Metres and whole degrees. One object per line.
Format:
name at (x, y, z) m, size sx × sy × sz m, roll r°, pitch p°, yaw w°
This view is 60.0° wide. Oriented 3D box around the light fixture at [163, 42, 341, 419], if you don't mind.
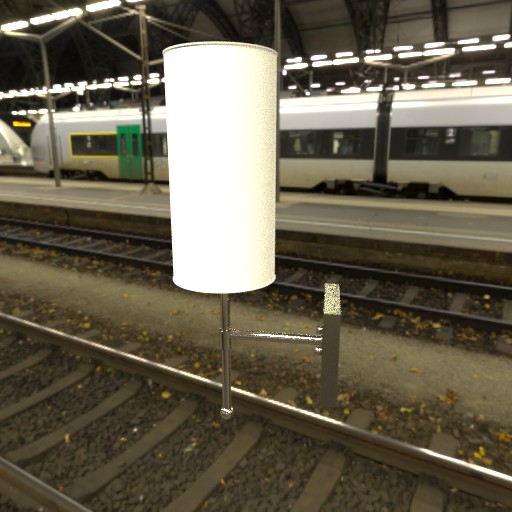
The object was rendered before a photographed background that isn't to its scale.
light fixture at (0.000, 0.000, 0.546) m, size 0.208 × 0.462 × 0.128 m, roll 2°, pitch 14°, yaw 9°
